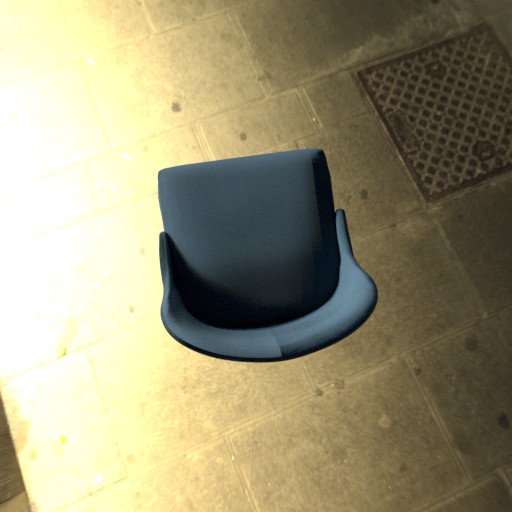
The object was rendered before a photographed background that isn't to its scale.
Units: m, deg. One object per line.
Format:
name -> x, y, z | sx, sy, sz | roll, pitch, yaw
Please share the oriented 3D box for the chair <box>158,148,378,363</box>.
chair -> 0.000, 0.000, 1.197 | 0.503, 0.882, 0.589 | -8, 75, -2
